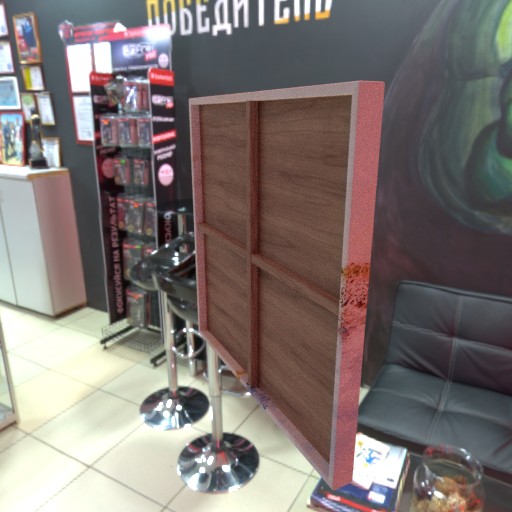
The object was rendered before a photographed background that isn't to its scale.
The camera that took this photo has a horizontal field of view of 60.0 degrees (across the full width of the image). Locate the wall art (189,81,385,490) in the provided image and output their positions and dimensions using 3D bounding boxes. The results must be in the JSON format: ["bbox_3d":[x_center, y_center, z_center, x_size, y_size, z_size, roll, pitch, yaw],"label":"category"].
[{"bbox_3d":[0.000,0.000,1.533,0.071,1.061,1.061,-9,19,-26],"label":"wall art"}]
